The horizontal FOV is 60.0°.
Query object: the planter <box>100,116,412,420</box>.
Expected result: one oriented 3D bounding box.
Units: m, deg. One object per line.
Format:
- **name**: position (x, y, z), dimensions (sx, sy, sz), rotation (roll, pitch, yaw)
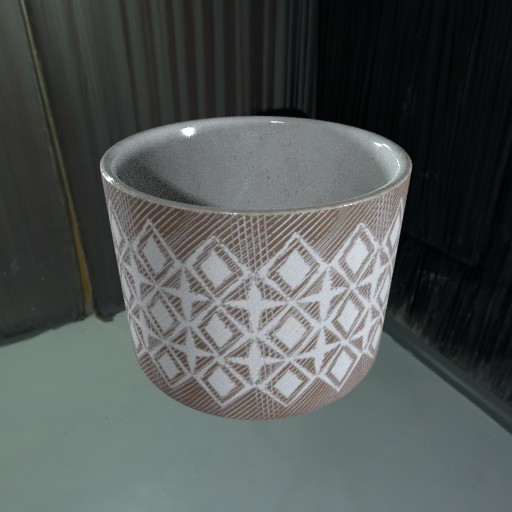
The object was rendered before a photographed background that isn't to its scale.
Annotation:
- **planter**: position (0.000, 0.000, 0.214), dimensions (0.126, 0.104, 0.126), rotation (0, 30, 0)
